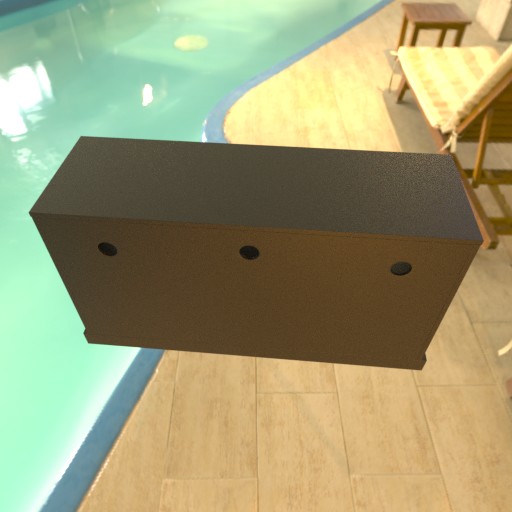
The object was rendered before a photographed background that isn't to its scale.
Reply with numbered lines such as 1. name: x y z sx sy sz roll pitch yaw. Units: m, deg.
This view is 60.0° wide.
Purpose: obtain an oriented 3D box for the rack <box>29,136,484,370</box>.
1. rack: 0.000 0.000 1.505 1.206 0.635 0.399 4 46 4
